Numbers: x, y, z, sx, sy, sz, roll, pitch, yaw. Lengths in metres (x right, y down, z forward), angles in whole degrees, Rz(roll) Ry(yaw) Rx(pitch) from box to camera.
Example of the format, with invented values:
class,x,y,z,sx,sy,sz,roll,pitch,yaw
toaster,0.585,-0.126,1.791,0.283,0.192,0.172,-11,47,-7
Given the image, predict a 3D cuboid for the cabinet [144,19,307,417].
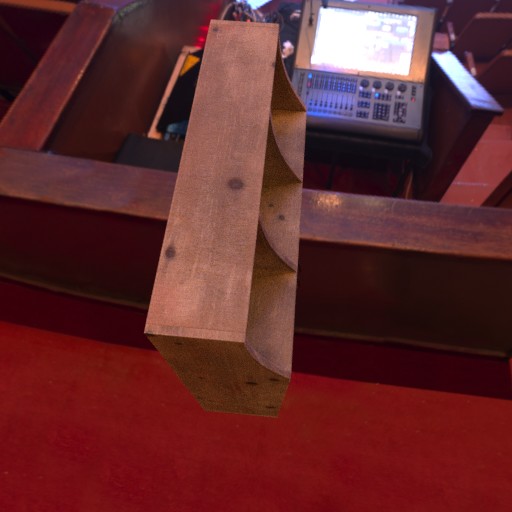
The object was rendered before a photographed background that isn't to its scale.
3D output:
class,x,y,z,sx,sy,sz,roll,pitch,yaw
cabinet,0.000,0.000,0.821,0.184,0.590,0.489,5,64,2
